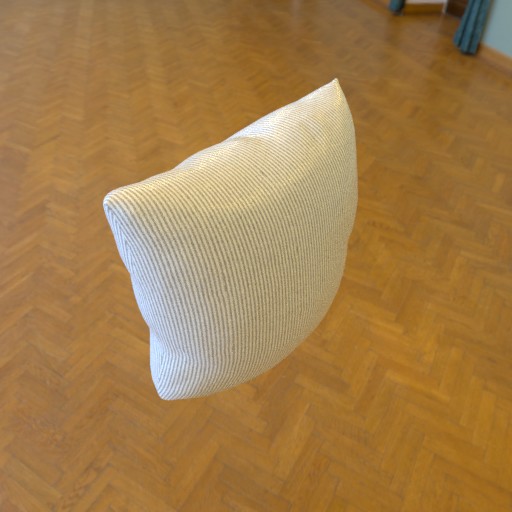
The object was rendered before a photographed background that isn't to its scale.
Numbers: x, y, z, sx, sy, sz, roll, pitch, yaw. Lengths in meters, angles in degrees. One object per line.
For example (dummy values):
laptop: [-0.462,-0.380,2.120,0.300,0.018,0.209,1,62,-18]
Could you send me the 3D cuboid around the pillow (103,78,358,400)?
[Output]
pillow: [0.000,0.000,0.705,0.387,0.432,0.310,-11,43,-11]
